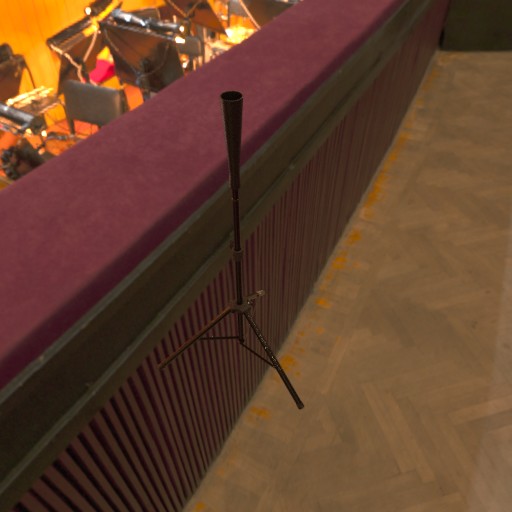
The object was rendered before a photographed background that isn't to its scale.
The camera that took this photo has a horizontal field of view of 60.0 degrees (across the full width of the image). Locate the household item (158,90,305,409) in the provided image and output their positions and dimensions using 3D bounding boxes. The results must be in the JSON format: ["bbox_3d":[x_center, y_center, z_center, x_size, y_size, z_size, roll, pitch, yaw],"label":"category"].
[{"bbox_3d":[0.000,0.000,1.402,0.559,1.067,0.559,24,50,22],"label":"household item"}]
